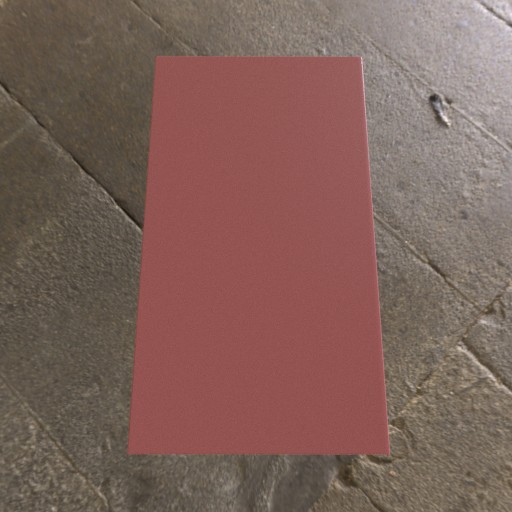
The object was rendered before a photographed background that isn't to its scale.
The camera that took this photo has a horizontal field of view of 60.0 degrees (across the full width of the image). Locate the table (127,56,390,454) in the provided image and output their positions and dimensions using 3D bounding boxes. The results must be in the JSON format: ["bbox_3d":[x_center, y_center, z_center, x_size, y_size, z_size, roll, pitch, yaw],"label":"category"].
[{"bbox_3d":[0.000,0.000,1.385,0.612,0.493,1.068,0,75,0],"label":"table"}]
